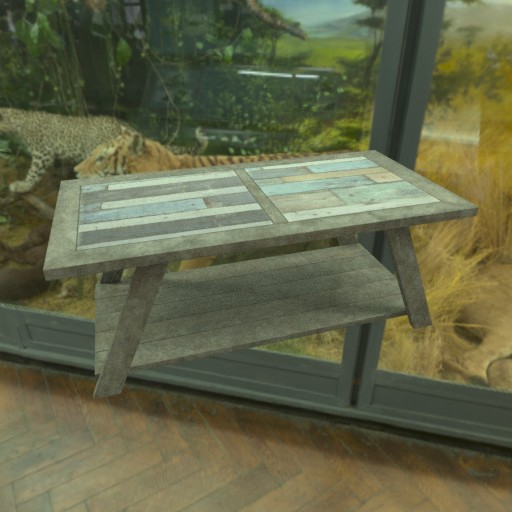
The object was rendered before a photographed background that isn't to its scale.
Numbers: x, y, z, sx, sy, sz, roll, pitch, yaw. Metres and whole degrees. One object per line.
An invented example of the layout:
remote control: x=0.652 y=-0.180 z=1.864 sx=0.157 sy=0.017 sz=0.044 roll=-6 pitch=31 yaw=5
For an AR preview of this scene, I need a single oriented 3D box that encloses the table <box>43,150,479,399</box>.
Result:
table: x=0.000 y=0.000 z=1.549 sx=1.219 sy=0.470 sz=0.610 roll=-9 pitch=31 yaw=-15
